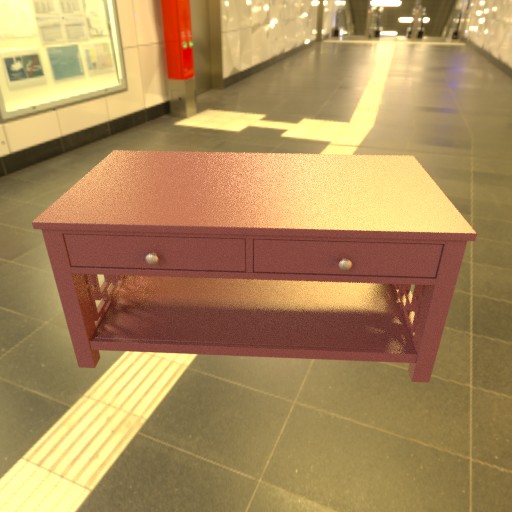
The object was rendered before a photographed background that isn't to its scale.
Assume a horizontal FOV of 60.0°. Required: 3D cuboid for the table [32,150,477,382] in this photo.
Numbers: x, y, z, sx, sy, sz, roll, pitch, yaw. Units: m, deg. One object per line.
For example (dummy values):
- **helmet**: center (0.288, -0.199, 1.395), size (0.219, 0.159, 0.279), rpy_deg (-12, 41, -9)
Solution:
- **table**: center (0.000, 0.000, 1.436), size (1.068, 0.493, 0.612), rpy_deg (2, 30, 3)
